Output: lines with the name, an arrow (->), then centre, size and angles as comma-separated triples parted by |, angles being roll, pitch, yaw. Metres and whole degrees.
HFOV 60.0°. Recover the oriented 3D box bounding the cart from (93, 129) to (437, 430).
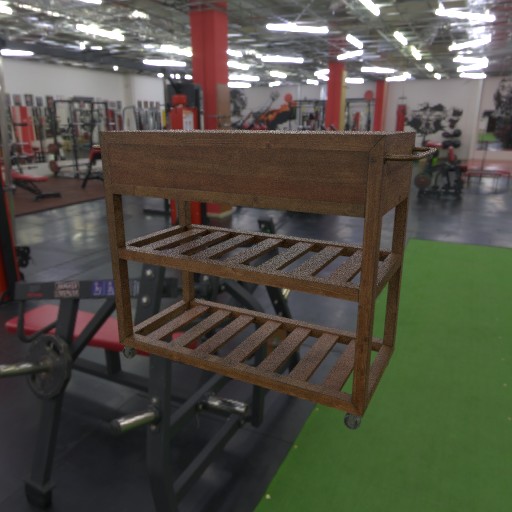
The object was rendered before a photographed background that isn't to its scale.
cart -> 0.000, 0.000, 1.532 | 1.065, 0.830, 0.445 | 9, 19, 27
